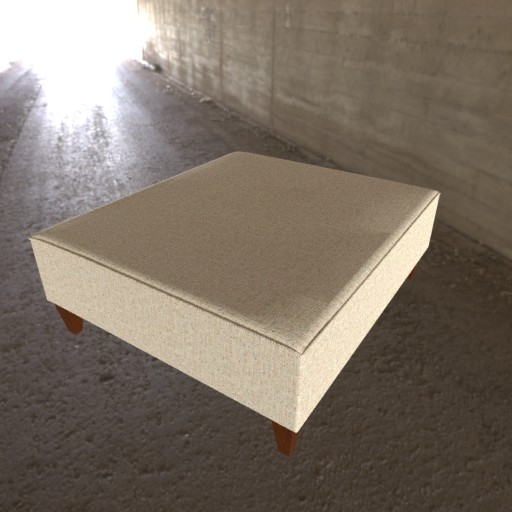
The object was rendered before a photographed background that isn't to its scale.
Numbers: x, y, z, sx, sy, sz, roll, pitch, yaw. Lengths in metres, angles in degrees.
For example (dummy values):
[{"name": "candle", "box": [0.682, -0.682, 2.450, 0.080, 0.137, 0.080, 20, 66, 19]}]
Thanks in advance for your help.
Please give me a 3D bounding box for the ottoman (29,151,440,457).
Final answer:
[{"name": "ottoman", "box": [0.000, 0.000, 1.228, 0.736, 0.303, 0.835, 18, 34, 29]}]
